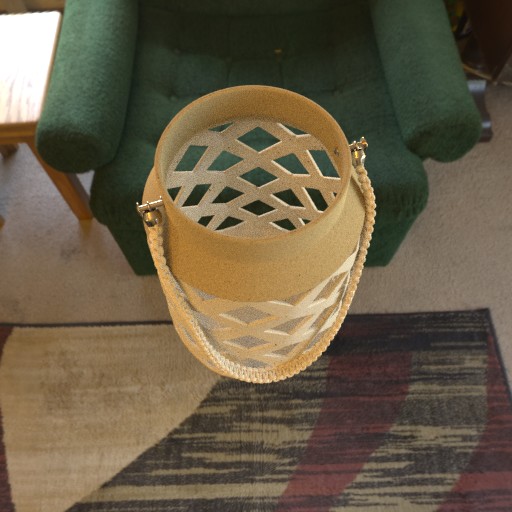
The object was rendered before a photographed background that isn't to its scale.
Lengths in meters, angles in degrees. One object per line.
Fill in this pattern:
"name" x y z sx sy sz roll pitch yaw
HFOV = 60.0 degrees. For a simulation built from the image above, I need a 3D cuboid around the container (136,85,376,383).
"container" 0.000 0.000 0.343 0.163 0.229 0.172 -18 65 -9
